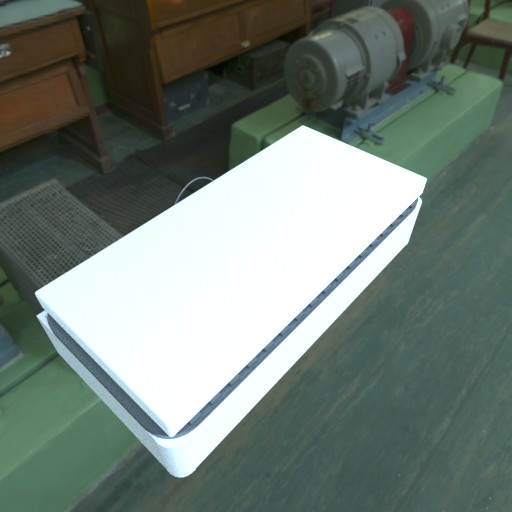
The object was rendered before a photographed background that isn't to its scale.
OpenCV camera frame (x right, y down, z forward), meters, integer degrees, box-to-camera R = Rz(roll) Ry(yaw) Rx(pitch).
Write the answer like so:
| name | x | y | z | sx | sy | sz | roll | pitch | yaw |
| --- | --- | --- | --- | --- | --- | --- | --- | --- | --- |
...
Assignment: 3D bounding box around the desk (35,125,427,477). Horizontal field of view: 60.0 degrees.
| name | x | y | z | sx | sy | sz | roll | pitch | yaw |
| --- | --- | --- | --- | --- | --- | --- | --- | --- | --- |
| desk | 0.000 | 0.000 | 2.266 | 0.900 | 0.526 | 1.900 | 33 | 54 | 28 |
